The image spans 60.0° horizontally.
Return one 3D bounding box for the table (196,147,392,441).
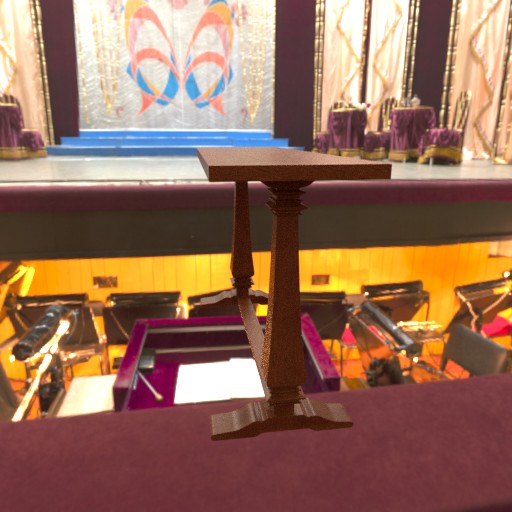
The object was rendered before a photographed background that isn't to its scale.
[{"bbox_3d":[0.000,0.000,1.871,0.461,0.852,1.478,-2,16,-8],"label":"table"}]
